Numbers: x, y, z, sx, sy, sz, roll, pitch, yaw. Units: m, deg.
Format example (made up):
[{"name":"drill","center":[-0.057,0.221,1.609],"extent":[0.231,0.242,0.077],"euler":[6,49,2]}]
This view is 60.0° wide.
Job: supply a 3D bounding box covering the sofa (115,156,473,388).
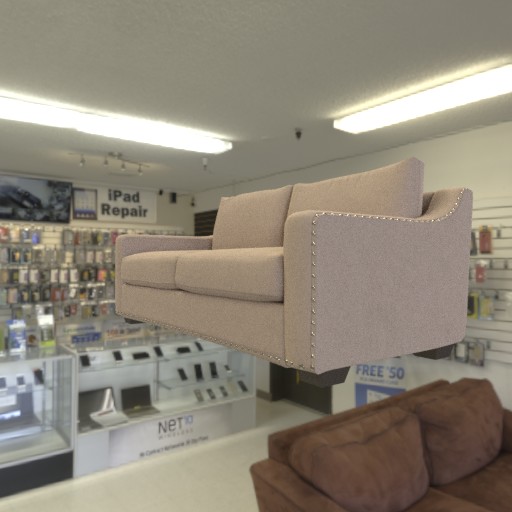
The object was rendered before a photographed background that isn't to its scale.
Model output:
[{"name":"sofa","center":[0.000,0.000,2.510],"extent":[1.030,0.901,1.967],"euler":[0,-1,-36]}]
